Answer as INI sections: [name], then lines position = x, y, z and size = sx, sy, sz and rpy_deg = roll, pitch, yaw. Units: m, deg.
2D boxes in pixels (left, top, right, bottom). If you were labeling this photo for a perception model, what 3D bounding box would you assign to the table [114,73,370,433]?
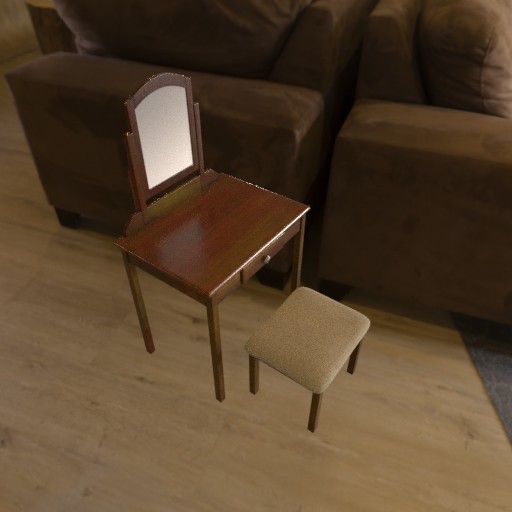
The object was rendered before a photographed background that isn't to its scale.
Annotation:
[table]
position = 0.000, 0.000, 2.332
size = 1.211, 1.631, 0.876
rpy_deg = 25, 46, 27
